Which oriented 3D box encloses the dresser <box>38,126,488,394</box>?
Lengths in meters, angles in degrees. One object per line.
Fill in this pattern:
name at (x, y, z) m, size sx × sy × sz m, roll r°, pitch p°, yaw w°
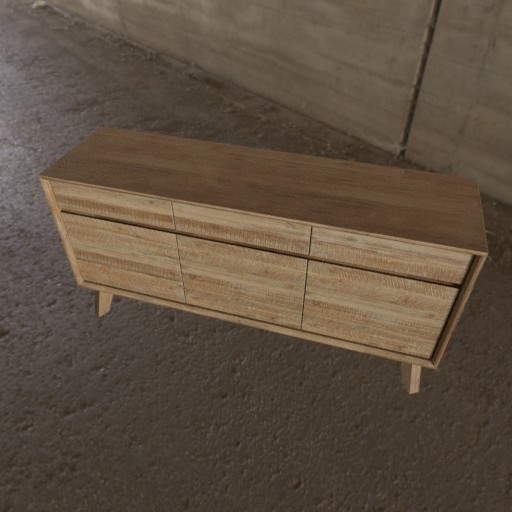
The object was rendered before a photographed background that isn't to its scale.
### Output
dresser at (0.000, 0.000, 1.934) m, size 1.602 × 0.788 × 0.455 m, roll 11°, pitch 42°, yaw 13°
